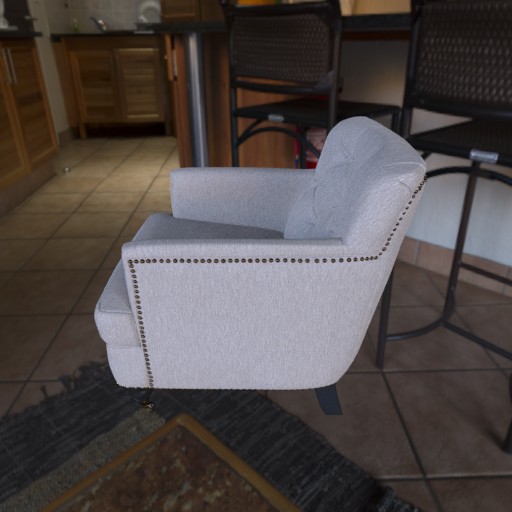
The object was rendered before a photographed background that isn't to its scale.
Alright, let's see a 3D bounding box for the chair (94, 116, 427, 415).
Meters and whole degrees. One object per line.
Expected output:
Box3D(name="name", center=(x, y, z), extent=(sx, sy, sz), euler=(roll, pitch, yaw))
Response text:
Box3D(name="chair", center=(0.000, 0.000, 1.507), extent=(0.902, 0.823, 0.737), euler=(0, 27, 1))
